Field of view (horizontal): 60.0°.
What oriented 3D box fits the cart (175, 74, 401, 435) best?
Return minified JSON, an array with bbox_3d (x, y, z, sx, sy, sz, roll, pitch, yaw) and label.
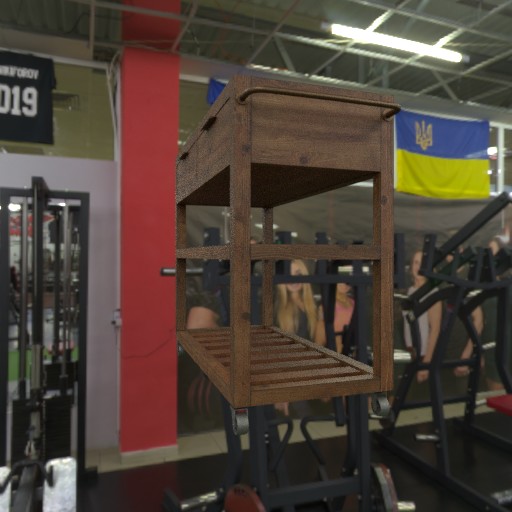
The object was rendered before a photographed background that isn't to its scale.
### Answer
[{"bbox_3d":[0.000,0.000,1.507,0.445,0.830,1.065,0,0,-19],"label":"cart"}]
